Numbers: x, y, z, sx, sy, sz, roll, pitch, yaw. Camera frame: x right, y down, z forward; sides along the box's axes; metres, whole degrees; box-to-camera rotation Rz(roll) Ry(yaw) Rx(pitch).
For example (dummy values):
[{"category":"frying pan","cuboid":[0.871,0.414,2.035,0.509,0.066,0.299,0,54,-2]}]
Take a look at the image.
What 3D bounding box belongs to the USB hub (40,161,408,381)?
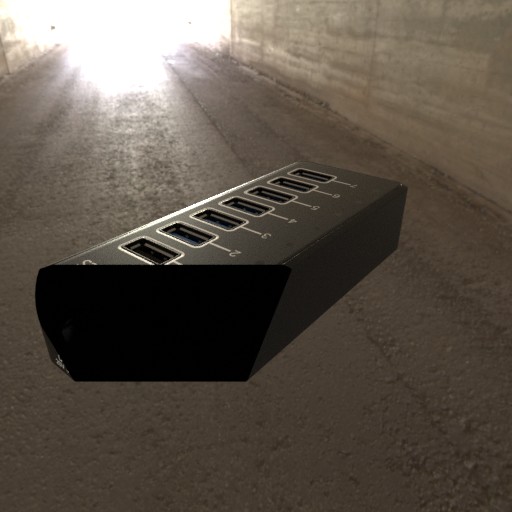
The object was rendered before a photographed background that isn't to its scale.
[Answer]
[{"category":"USB hub","cuboid":[0.000,0.000,0.127,0.044,0.023,0.110,22,36,34]}]
